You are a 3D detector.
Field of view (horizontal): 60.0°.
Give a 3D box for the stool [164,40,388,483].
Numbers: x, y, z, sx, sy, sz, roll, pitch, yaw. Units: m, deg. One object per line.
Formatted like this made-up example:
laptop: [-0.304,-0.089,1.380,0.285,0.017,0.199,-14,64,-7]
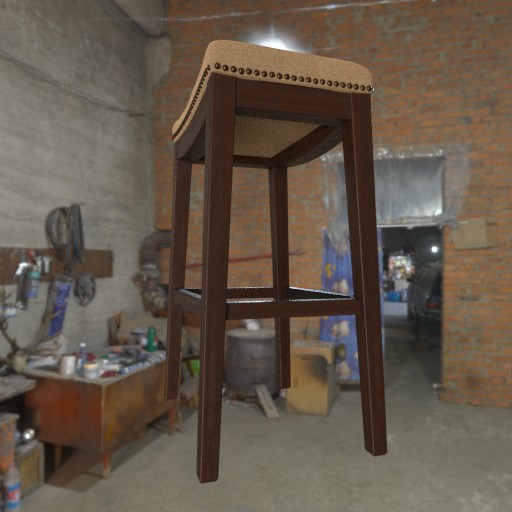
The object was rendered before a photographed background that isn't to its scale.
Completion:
stool: [0.000,0.000,1.037,0.363,0.768,0.509,0,-1,-18]
